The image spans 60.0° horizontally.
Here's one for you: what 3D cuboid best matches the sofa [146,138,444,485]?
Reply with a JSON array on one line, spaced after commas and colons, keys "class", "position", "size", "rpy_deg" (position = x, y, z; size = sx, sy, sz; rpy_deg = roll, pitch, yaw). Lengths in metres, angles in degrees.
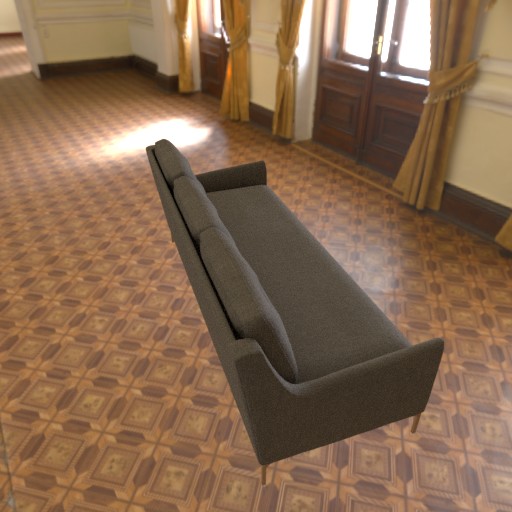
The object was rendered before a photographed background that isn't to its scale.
[{"class": "sofa", "position": [0.000, 0.000, 2.440], "size": [0.849, 0.837, 2.060], "rpy_deg": [-11, 35, -16]}]
